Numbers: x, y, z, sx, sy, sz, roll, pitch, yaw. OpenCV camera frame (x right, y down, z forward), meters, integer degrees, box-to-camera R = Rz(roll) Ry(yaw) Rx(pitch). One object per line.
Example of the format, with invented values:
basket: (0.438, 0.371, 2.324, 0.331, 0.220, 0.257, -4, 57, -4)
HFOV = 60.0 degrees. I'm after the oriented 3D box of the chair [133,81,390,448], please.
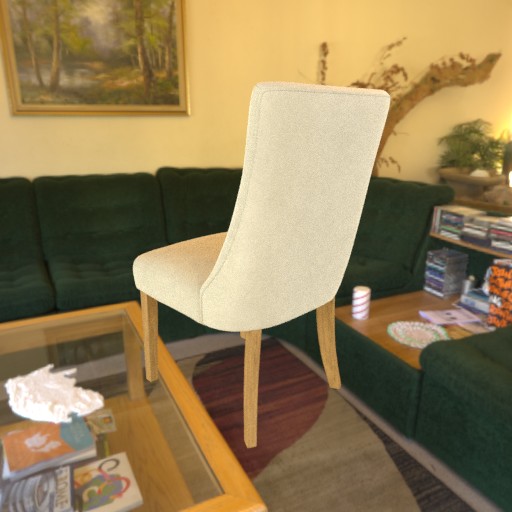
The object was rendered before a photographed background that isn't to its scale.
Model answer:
chair: (0.000, 0.000, 1.291, 0.495, 0.902, 0.610, -16, 23, -42)
